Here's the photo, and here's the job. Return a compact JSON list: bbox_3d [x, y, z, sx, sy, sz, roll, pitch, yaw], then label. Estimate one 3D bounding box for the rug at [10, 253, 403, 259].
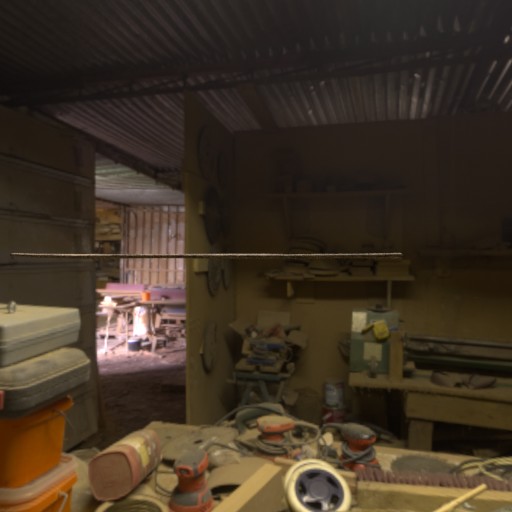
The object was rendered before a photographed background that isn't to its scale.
[{"bbox_3d":[0.000,0.000,4.081,2.414,0.036,3.199,0,0,15],"label":"rug"}]
